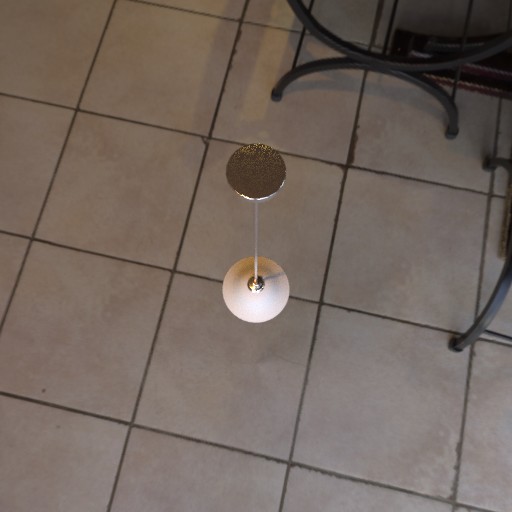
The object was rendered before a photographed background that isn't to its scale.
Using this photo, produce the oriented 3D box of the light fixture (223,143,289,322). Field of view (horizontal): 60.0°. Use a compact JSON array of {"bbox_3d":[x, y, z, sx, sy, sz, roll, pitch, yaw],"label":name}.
[{"bbox_3d":[0.000,0.000,1.487,0.324,1.354,0.324,-6,76,-1],"label":"light fixture"}]
